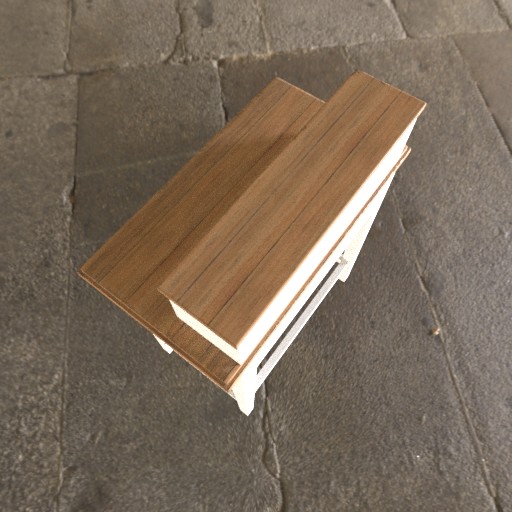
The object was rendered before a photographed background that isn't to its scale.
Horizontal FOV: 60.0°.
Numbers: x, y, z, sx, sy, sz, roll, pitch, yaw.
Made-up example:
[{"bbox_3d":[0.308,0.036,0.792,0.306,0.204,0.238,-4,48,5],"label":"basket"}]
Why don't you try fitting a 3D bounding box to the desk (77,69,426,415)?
[{"bbox_3d":[0.000,0.000,1.399,0.462,0.981,0.814,34,68,16],"label":"desk"}]
